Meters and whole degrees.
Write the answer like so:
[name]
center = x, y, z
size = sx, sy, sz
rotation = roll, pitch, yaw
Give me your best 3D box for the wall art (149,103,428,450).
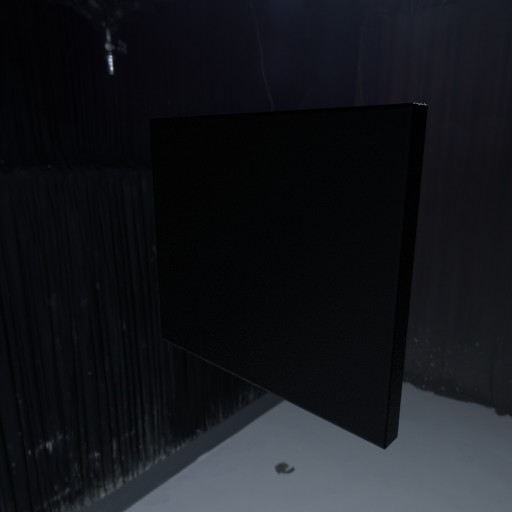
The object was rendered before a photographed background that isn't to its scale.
[wall art]
center = 0.000, 0.000, 0.539
size = 0.380, 0.330, 0.028
rotation = 13, 19, 42
